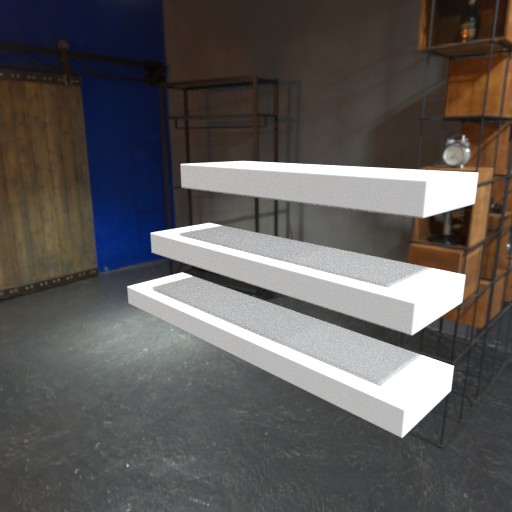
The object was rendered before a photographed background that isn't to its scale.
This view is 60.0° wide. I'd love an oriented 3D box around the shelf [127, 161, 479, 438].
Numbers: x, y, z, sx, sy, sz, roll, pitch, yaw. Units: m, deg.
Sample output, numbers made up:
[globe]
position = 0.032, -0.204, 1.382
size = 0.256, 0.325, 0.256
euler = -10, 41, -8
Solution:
[shelf]
position = 0.000, 0.000, 0.725
size = 0.610, 0.293, 0.140
euler = 14, 20, 43
